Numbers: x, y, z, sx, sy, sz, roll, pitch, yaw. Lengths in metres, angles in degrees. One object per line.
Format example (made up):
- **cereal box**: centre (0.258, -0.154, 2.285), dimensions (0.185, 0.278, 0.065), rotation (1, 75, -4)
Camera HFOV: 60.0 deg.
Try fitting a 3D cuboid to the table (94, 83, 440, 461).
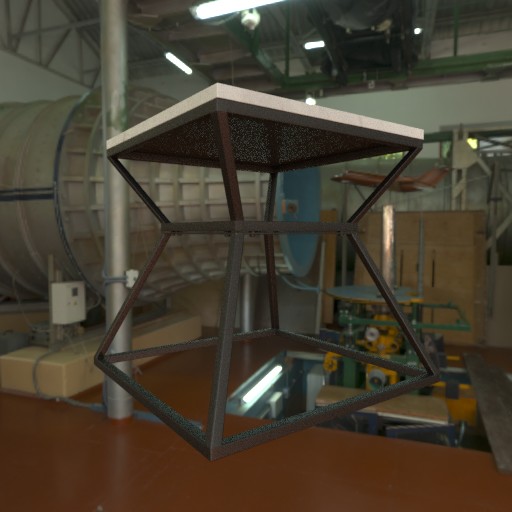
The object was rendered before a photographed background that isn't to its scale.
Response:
- **table**: centre (0.000, 0.000, 0.804), dimensions (0.455, 0.431, 0.455), rotation (-2, 4, -36)
